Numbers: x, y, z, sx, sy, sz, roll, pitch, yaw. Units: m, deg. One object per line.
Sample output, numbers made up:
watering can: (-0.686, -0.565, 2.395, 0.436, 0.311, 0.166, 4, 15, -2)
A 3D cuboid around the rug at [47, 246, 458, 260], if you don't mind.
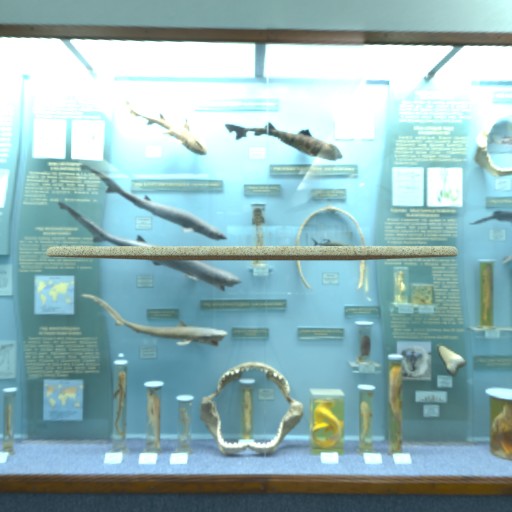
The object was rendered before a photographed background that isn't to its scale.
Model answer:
rug: (0.000, 0.000, 3.349, 2.009, 0.048, 2.528, 0, -1, 1)
